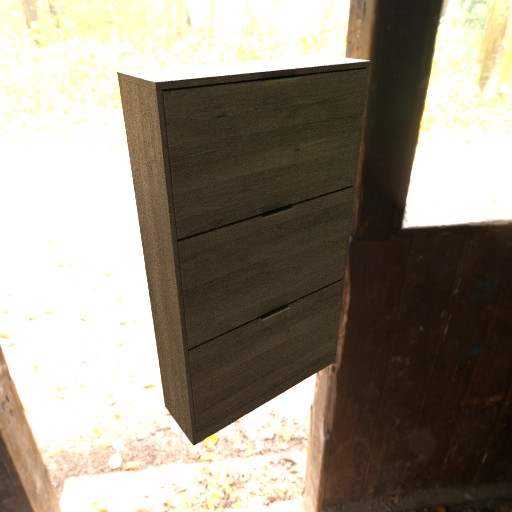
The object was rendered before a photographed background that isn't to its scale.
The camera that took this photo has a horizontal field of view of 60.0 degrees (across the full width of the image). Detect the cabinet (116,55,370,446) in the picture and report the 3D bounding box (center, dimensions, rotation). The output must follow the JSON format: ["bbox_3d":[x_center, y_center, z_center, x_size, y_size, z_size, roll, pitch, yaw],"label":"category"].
[{"bbox_3d":[0.000,0.000,1.614,0.750,1.280,0.250,-20,35,-31],"label":"cabinet"}]
